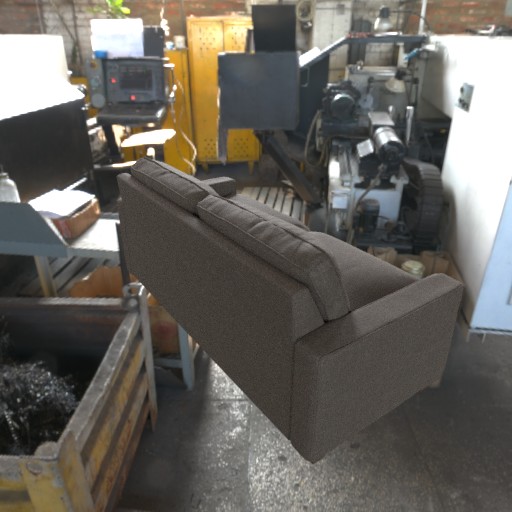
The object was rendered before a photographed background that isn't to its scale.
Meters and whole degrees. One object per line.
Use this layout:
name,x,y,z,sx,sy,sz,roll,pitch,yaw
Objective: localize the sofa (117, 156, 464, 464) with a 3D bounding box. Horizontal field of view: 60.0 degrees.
sofa,0.000,0.000,2.587,0.940,0.919,2.080,-18,32,-31
